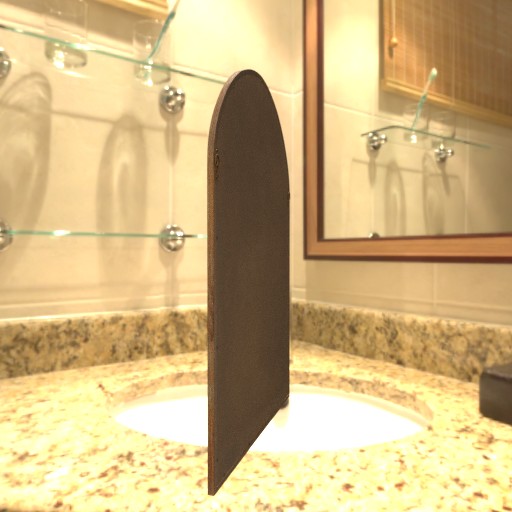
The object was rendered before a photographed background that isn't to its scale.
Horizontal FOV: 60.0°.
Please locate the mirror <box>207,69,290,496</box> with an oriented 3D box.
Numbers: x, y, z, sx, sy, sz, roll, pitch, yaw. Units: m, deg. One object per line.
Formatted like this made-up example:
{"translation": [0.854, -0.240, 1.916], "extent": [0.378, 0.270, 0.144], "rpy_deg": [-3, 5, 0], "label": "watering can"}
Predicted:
{"translation": [0.000, 0.000, 1.140], "extent": [0.032, 0.915, 0.609], "rpy_deg": [0, 1, 18], "label": "mirror"}
